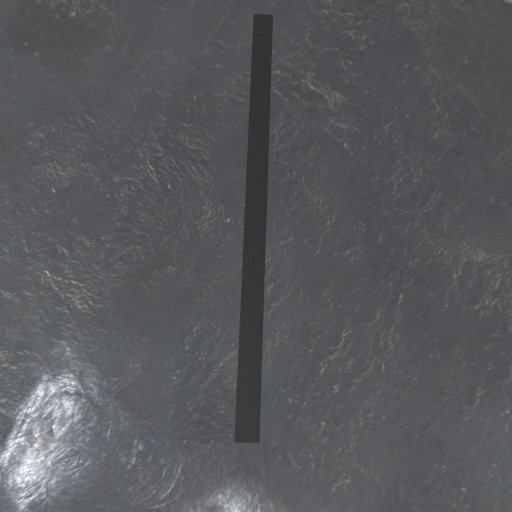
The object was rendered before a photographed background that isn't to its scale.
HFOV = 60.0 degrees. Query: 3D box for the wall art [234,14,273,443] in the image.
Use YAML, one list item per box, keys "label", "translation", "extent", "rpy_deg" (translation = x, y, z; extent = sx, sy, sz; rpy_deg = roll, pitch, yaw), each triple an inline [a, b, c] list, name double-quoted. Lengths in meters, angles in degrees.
- label: "wall art"
  translation: [0.000, 0.000, 1.124]
  extent: [0.037, 0.763, 0.763]
  rpy_deg: [2, 76, 0]
